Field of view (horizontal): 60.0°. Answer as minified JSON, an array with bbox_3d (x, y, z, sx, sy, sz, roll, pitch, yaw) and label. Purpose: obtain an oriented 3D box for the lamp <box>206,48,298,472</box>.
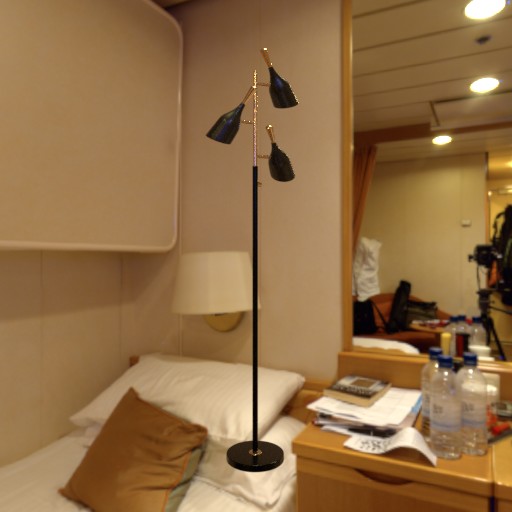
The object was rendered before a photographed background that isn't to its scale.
[{"bbox_3d":[0.000,0.000,1.949,0.434,1.778,0.253,0,0,-19],"label":"lamp"}]
